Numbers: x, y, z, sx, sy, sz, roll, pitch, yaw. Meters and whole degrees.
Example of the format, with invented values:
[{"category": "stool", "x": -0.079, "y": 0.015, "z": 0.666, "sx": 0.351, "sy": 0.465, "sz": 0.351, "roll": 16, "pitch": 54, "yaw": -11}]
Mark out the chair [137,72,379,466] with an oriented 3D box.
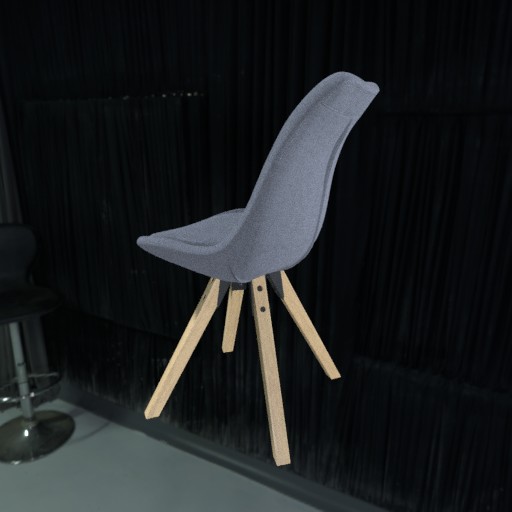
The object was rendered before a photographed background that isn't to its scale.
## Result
[{"category": "chair", "x": 0.000, "y": 0.000, "z": 1.166, "sx": 0.550, "sy": 0.850, "sz": 0.485, "roll": 8, "pitch": 18, "yaw": 25}]
